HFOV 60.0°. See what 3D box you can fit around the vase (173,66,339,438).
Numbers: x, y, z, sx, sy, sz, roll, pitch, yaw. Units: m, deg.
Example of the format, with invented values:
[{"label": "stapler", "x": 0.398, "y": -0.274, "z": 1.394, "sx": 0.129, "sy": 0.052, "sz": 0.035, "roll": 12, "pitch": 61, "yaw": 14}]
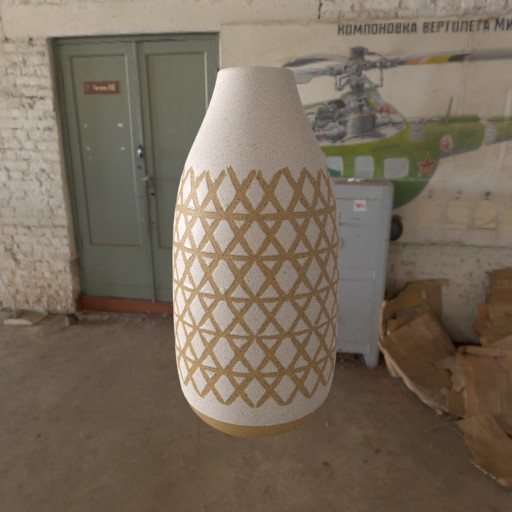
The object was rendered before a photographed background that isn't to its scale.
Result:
[{"label": "vase", "x": 0.000, "y": 0.000, "z": 0.491, "sx": 0.186, "sy": 0.380, "sz": 0.186, "roll": 0, "pitch": 16, "yaw": 0}]
